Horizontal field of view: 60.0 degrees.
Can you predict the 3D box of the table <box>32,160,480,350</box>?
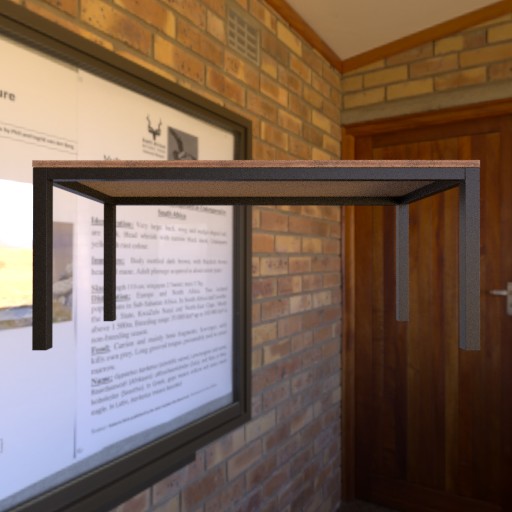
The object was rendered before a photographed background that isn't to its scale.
[{"bbox_3d":[0.000,0.000,2.231,1.805,0.767,0.893,0,0,0],"label":"table"}]
